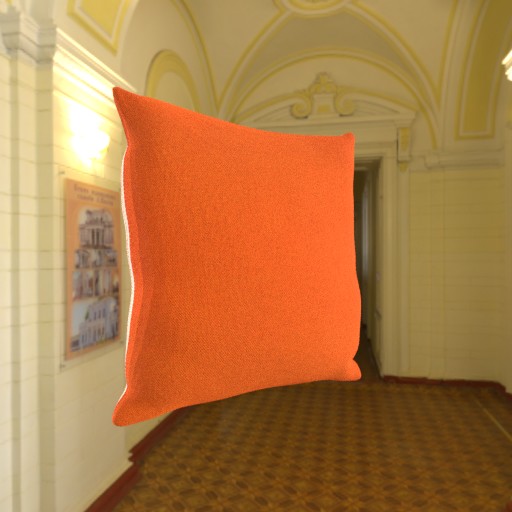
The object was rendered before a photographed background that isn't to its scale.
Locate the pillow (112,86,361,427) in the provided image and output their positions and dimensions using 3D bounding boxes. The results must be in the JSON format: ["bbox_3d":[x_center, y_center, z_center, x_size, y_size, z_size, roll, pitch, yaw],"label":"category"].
[{"bbox_3d":[0.000,0.000,0.679,0.440,0.441,0.182,0,0,-34],"label":"pillow"}]
